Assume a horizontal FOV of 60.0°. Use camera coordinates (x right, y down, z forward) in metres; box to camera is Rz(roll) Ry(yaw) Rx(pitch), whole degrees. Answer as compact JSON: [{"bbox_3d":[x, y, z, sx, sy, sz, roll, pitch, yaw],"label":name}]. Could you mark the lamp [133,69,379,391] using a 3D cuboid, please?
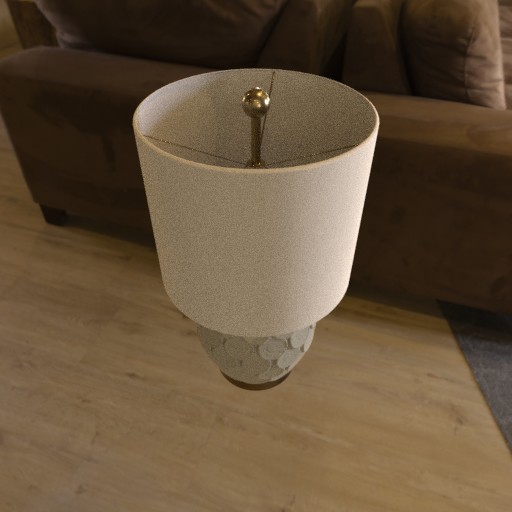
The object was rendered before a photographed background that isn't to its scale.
[{"bbox_3d":[0.000,0.000,0.600,0.254,0.452,0.254,0,41,0],"label":"lamp"}]
